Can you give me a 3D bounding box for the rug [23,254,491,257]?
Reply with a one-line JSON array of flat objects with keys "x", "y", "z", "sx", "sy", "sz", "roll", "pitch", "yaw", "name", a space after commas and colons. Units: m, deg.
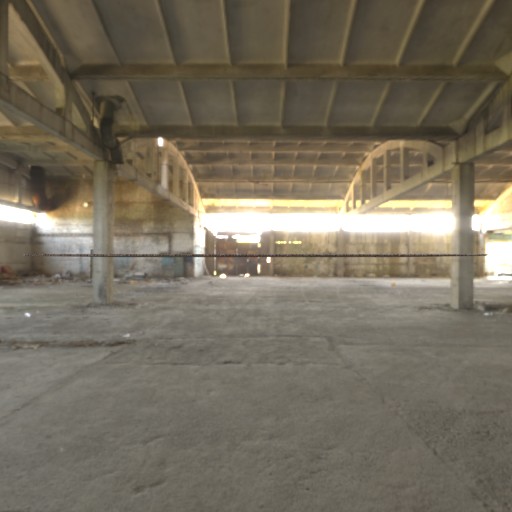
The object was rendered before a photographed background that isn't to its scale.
[{"x": 0.000, "y": 0.000, "z": 3.092, "sx": 2.464, "sy": 0.010, "sz": 1.549, "roll": 0, "pitch": 0, "yaw": 1, "name": "rug"}]
